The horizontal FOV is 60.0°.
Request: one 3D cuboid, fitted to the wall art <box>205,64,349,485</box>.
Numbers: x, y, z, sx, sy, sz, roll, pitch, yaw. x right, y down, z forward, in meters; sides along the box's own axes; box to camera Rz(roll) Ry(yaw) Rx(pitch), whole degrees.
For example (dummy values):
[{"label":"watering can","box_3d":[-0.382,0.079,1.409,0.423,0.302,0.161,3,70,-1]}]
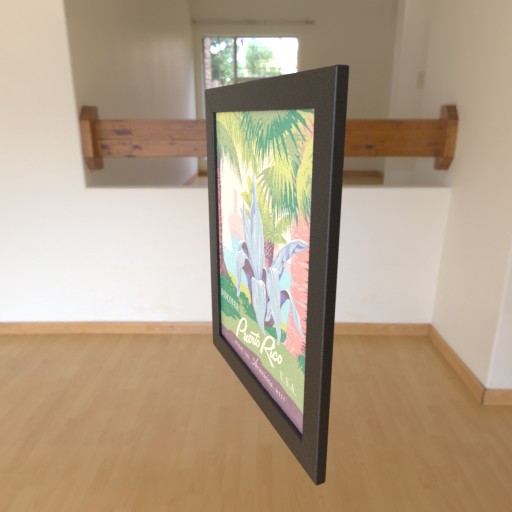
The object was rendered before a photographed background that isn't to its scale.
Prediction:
[{"label":"wall art","box_3d":[0.000,0.000,0.789,0.018,0.582,0.481,-7,19,-23]}]
